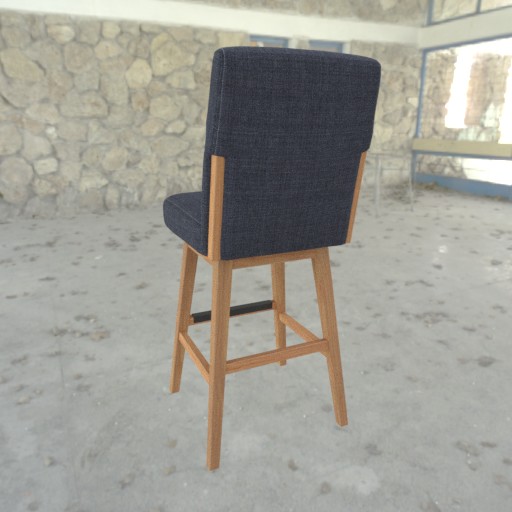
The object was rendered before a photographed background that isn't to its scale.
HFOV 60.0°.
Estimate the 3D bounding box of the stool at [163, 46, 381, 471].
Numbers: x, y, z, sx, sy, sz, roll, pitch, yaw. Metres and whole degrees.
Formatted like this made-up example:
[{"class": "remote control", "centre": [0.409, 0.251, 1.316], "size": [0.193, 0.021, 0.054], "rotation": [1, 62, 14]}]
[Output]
[{"class": "stool", "centre": [0.000, 0.000, 1.379], "size": [0.483, 1.112, 0.570], "rotation": [-8, 18, -24]}]
